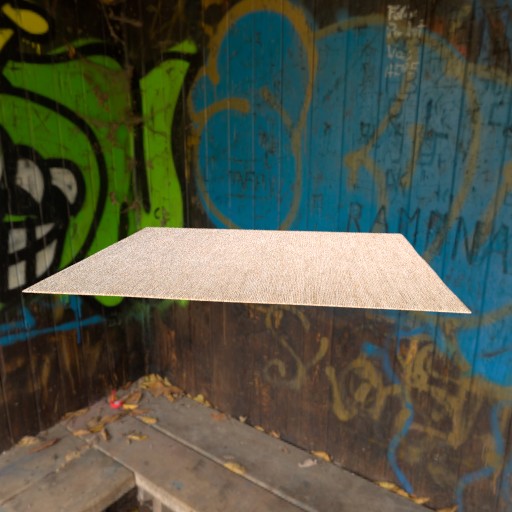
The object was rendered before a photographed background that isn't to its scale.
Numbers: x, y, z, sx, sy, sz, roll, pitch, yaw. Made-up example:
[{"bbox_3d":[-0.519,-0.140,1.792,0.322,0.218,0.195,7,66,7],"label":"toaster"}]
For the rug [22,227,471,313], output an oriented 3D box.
[{"bbox_3d":[0.000,0.000,4.108,3.034,0.012,2.406,2,15,7],"label":"rug"}]
